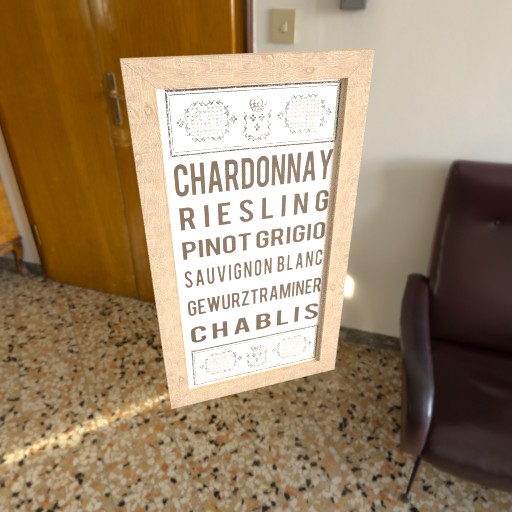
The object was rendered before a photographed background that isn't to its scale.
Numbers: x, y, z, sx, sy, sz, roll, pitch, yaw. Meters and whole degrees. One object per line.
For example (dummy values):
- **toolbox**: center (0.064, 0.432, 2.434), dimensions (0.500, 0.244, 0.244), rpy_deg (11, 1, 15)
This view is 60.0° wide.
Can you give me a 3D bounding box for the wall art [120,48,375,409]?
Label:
- **wall art**: center (0.000, 0.000, 0.817), dimensions (0.381, 0.683, 0.013), rpy_deg (-9, 32, -15)
